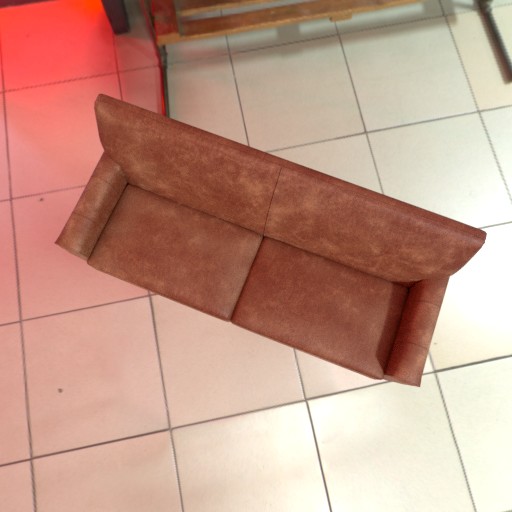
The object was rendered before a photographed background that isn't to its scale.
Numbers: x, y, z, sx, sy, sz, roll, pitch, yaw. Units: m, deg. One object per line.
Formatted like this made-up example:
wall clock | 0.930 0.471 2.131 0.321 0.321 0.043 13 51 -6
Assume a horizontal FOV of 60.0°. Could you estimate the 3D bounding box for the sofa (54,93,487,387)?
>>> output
sofa | 0.000 0.000 2.526 2.053 0.947 0.805 21 78 5
